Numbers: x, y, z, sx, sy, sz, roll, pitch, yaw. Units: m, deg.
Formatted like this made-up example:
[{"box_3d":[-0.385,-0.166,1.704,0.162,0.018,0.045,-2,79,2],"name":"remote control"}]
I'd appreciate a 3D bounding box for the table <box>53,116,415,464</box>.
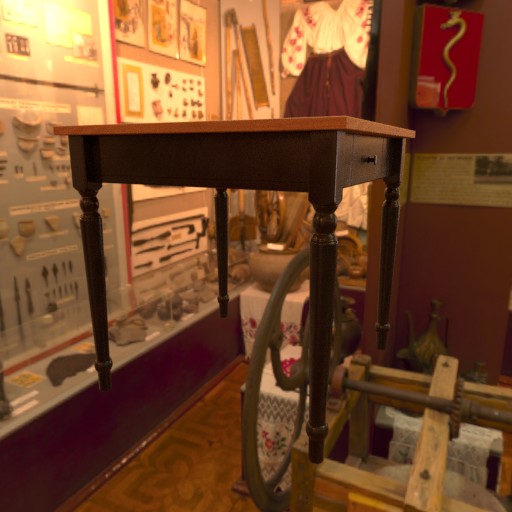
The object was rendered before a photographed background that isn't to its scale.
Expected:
[{"box_3d":[0.000,0.000,1.338,0.747,0.738,0.747,7,15,27],"name":"table"}]
